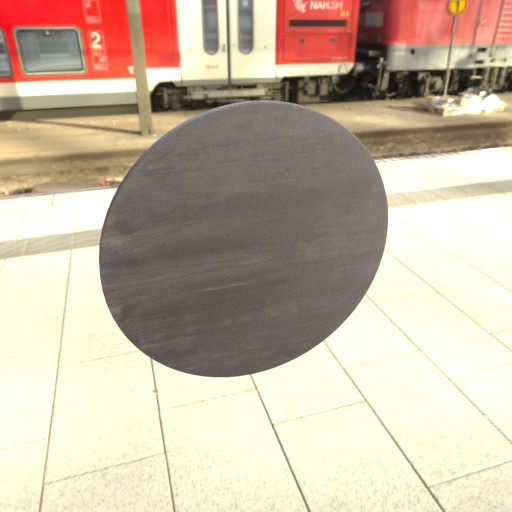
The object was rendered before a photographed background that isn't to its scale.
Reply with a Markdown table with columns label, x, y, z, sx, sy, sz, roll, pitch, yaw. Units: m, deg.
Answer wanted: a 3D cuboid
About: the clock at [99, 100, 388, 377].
| label | x | y | z | sx | sy | sz | roll | pitch | yaw |
| --- | --- | --- | --- | --- | --- | --- | --- | --- | --- |
| clock | 0.000 | 0.000 | 0.891 | 0.595 | 0.595 | 0.029 | -9 | 29 | -17 |
